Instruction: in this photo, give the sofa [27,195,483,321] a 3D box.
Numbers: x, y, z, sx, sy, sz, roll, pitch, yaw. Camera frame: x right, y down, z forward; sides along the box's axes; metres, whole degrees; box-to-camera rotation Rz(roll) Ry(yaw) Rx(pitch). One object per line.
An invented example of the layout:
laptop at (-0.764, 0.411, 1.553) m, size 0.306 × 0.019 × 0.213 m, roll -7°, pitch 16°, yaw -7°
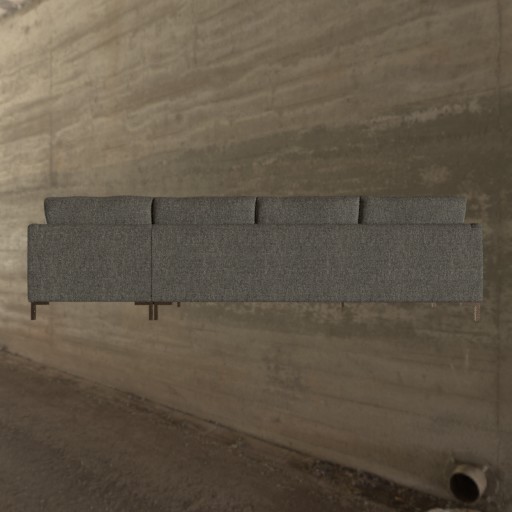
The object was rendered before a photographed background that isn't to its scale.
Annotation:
sofa at (0.000, 0.000, 3.524) m, size 2.737 × 0.756 × 1.879 m, roll 0°, pitch 0°, yaw 1°
